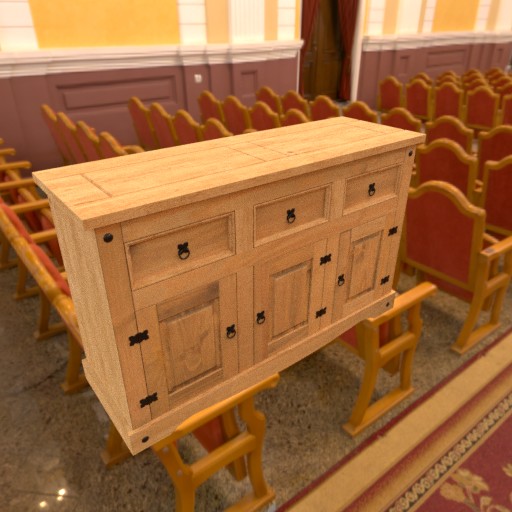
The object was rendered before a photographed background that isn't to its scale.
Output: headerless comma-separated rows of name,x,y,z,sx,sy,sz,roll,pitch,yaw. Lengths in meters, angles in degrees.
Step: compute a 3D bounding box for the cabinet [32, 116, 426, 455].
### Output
cabinet,0.000,0.000,1.692,1.321,0.810,0.432,-20,35,-33
